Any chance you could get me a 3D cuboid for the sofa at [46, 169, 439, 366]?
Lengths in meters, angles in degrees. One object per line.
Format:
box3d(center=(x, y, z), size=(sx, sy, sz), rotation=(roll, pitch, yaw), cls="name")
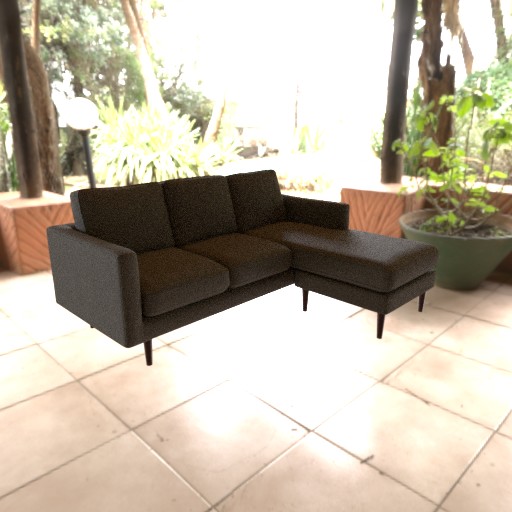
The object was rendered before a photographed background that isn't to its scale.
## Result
box3d(center=(0.000, 0.000, 2.967), size=(1.667, 0.957, 2.055), rotation=(16, 23, 42), cls="sofa")
